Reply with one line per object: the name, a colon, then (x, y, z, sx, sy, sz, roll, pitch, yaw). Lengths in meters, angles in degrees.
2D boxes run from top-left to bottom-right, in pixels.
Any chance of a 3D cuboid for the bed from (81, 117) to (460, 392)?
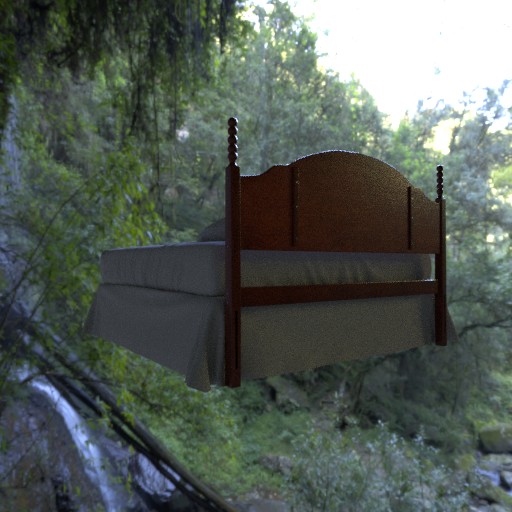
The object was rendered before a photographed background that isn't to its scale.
bed: (0.000, 0.000, 3.638, 2.322, 1.355, 2.219, 1, -1, -36)
